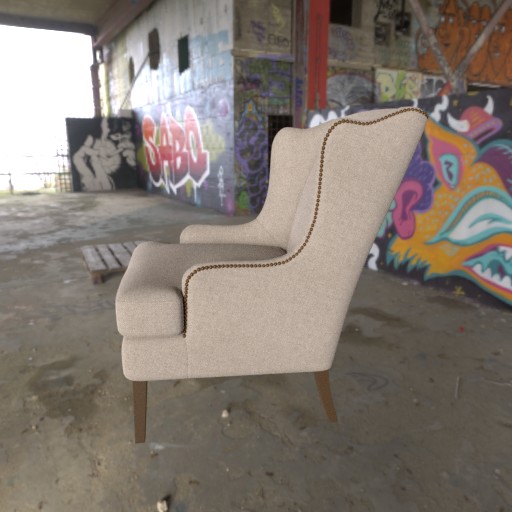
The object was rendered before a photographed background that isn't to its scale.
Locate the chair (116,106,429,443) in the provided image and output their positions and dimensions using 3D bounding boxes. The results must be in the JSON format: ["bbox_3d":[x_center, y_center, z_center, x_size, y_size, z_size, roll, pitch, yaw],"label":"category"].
[{"bbox_3d":[0.000,0.000,1.644,0.940,1.029,0.737,-2,14,-10],"label":"chair"}]
